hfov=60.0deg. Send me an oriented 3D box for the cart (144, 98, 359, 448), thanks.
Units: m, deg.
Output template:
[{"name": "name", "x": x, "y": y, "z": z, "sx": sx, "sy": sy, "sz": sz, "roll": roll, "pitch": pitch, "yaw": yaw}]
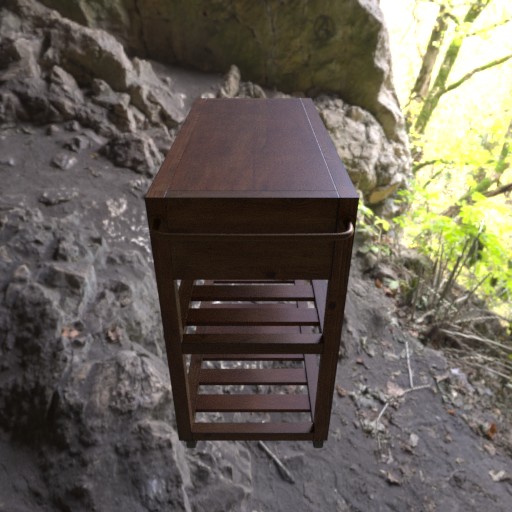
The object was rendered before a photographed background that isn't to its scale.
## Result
[{"name": "cart", "x": 0.000, "y": 0.000, "z": 1.489, "sx": 0.445, "sy": 0.830, "sz": 1.065, "roll": 0, "pitch": 31, "yaw": 0}]
